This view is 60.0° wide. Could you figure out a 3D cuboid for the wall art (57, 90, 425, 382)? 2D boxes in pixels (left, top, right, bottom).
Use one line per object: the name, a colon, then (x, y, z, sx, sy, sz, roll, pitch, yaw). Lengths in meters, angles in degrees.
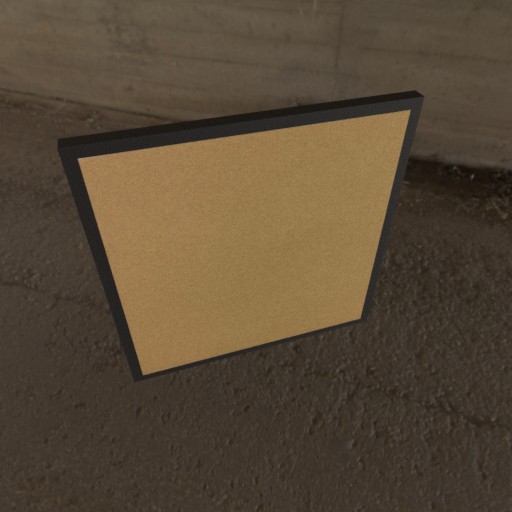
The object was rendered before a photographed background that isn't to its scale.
wall art: (0.000, 0.000, 1.149, 0.762, 0.760, 0.037, -12, 43, -13)
